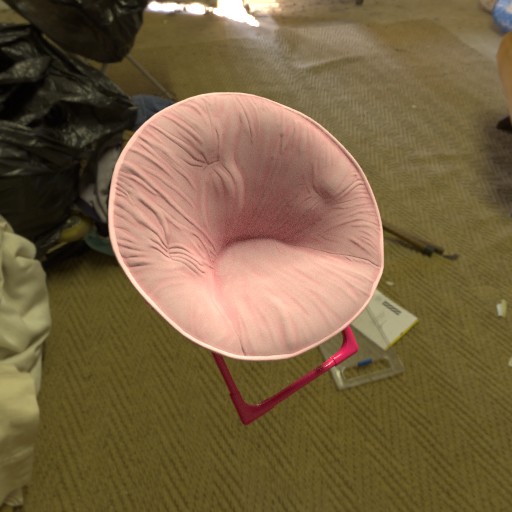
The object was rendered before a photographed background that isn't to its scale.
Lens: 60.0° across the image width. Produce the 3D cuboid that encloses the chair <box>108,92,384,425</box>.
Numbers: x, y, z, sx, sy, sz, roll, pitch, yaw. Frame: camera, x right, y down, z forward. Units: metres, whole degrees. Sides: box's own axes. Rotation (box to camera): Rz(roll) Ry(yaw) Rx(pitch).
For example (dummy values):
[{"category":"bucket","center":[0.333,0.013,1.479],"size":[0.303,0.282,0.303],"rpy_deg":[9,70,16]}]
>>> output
[{"category":"chair","center":[0.000,0.000,0.896],"size":[0.522,0.494,0.459],"rpy_deg":[-26,50,-24]}]
